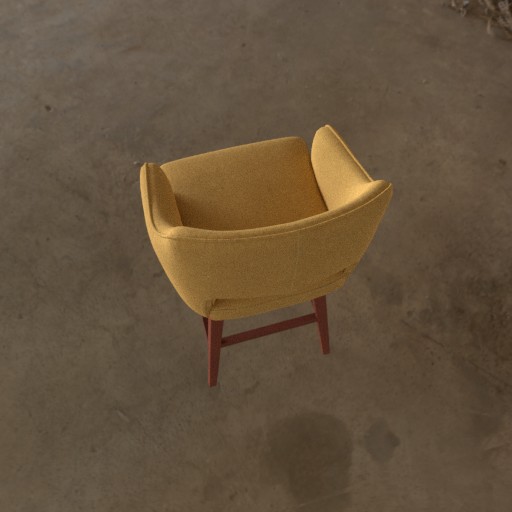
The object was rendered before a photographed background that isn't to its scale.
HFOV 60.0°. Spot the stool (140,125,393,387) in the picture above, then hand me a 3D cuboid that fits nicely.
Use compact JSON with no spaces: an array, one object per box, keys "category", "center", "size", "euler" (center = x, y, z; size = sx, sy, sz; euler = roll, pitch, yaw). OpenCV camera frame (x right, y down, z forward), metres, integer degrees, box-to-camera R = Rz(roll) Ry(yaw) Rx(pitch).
[{"category":"stool","center":[0.000,0.000,1.333],"size":[0.548,1.012,0.558],"euler":[-14,60,-8]}]
